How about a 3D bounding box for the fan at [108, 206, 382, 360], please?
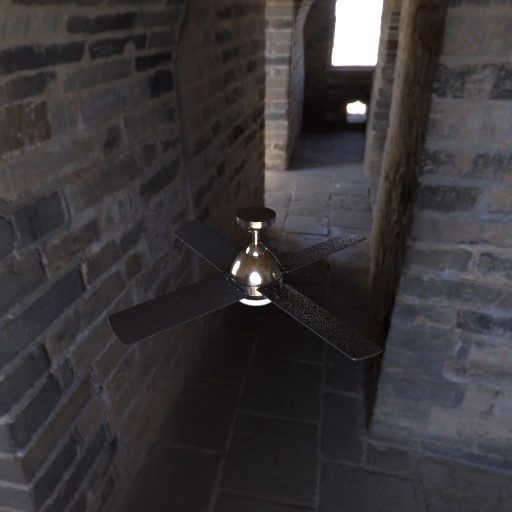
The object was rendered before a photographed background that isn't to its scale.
[{"bbox_3d":[0.000,0.000,1.952,1.332,0.403,1.332,-20,35,-32],"label":"fan"}]
